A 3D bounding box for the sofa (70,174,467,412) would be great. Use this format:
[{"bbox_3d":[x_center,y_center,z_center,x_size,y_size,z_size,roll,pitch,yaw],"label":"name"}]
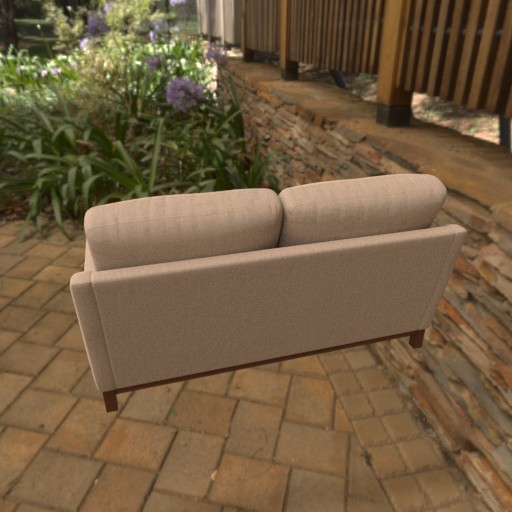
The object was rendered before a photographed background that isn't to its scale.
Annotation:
[{"bbox_3d":[0.000,0.000,2.210,1.619,0.910,1.004,-8,28,-15],"label":"sofa"}]
